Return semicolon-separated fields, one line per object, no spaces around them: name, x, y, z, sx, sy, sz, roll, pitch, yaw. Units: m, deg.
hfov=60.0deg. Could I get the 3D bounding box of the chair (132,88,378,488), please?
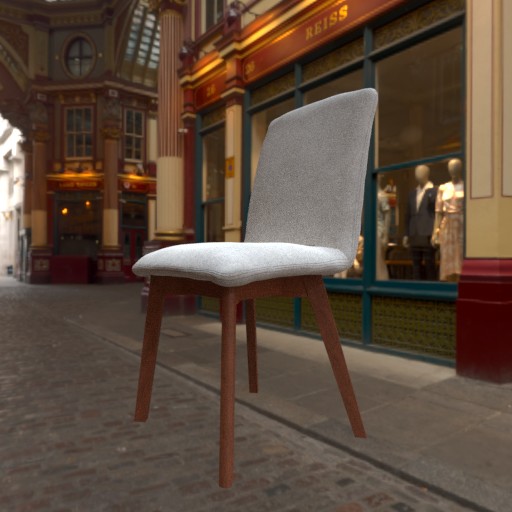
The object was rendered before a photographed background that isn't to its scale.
chair;0.000;0.000;1.278;0.563;0.974;0.522;-1;1;-38
